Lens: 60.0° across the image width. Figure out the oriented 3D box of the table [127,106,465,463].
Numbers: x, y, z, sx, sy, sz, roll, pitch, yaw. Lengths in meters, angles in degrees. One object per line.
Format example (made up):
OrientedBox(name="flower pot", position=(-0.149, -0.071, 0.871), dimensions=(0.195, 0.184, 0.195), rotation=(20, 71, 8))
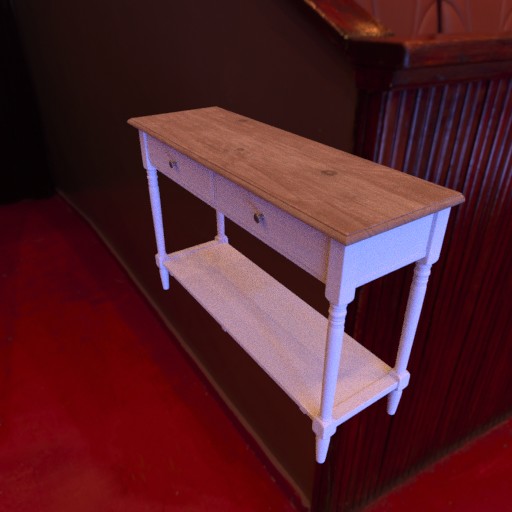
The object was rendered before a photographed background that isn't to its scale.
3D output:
OrientedBox(name="table", position=(0.000, 0.000, 1.611), dimensions=(0.399, 0.800, 1.219), rotation=(-19, 35, -29))
